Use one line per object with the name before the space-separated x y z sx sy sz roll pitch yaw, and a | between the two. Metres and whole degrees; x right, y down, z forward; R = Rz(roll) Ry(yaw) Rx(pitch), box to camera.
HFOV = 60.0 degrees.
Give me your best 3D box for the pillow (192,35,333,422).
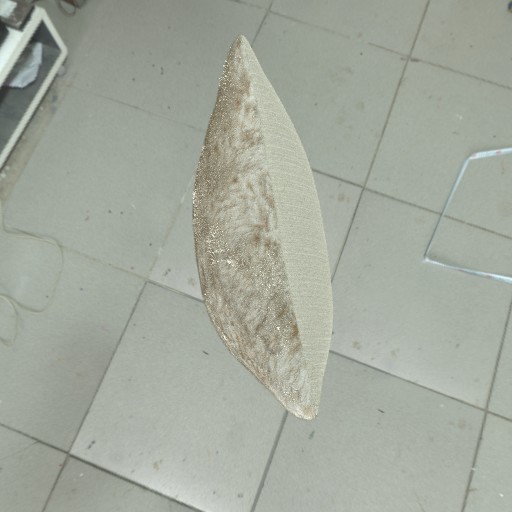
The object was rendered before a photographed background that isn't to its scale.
pillow | 0.000 0.000 0.811 0.216 0.525 0.538 -8 76 -2
